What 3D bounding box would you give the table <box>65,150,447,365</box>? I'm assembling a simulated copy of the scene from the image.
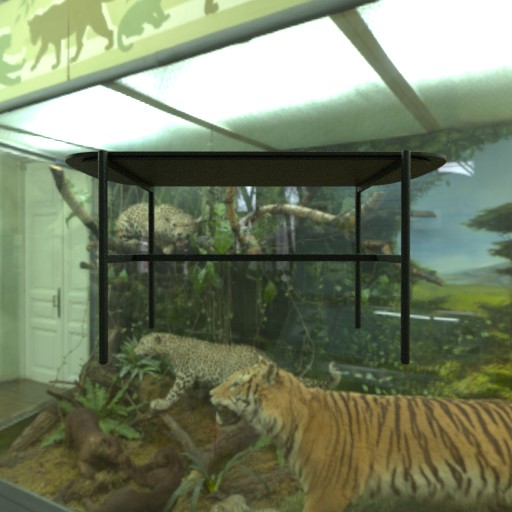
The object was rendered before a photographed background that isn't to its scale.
[{"bbox_3d":[0.000,0.000,1.019,0.800,0.400,0.400,0,1,0],"label":"table"}]
